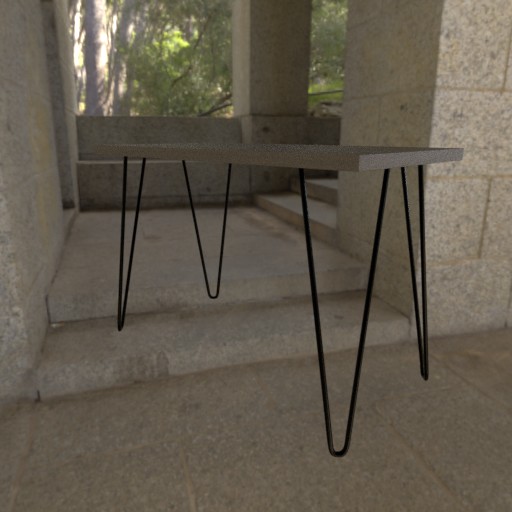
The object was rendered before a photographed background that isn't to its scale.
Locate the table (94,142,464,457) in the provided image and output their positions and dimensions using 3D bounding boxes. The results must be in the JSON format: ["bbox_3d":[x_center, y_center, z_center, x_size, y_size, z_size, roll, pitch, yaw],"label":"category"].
[{"bbox_3d":[0.000,0.000,1.375,0.991,0.660,0.499,14,21,42],"label":"table"}]
